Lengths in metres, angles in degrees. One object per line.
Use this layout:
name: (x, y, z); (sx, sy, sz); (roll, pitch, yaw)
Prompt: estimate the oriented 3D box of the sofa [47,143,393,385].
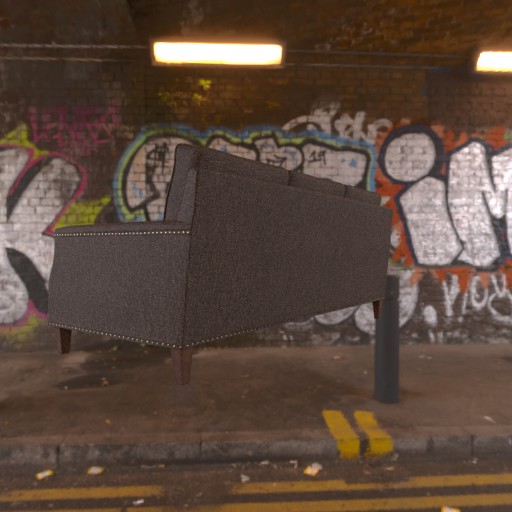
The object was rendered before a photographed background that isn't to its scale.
sofa: (0.000, 0.000, 2.880); (1.084, 1.003, 2.246); (1, 1, 37)
